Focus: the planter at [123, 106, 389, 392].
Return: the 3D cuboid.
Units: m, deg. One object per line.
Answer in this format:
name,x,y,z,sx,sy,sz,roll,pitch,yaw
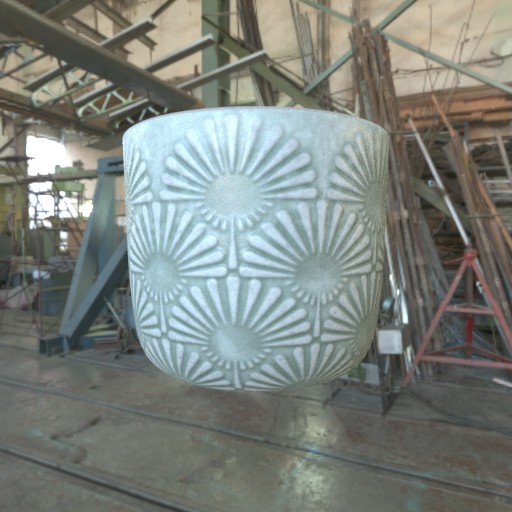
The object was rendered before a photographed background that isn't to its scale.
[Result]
planter,0.000,0.000,0.217,0.124,0.109,0.124,0,2,0
